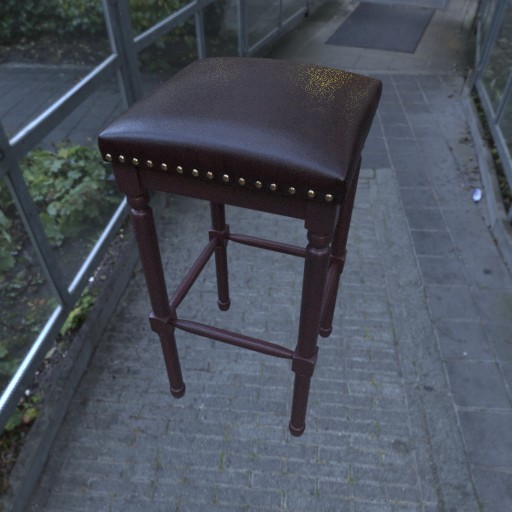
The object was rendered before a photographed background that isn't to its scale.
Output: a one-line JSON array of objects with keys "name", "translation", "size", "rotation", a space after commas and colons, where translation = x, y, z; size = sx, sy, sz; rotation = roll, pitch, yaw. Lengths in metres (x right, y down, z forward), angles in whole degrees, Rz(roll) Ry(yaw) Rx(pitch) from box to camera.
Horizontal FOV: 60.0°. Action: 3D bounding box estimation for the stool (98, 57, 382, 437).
[{"name": "stool", "translation": [0.000, 0.000, 0.968], "size": [0.383, 0.768, 0.382], "rotation": [13, 43, 14]}]
